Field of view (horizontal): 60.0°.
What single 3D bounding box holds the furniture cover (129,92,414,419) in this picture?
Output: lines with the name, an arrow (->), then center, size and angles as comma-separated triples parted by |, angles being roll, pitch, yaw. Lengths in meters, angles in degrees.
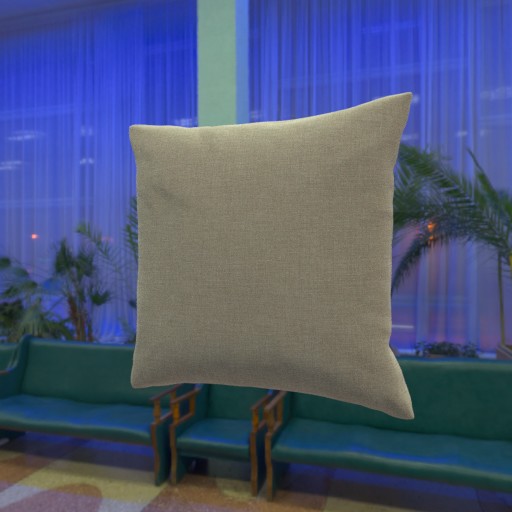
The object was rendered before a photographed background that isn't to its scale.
furniture cover -> 0.000, 0.000, 0.770 | 0.517, 0.508, 0.158 | 0, 0, 19
